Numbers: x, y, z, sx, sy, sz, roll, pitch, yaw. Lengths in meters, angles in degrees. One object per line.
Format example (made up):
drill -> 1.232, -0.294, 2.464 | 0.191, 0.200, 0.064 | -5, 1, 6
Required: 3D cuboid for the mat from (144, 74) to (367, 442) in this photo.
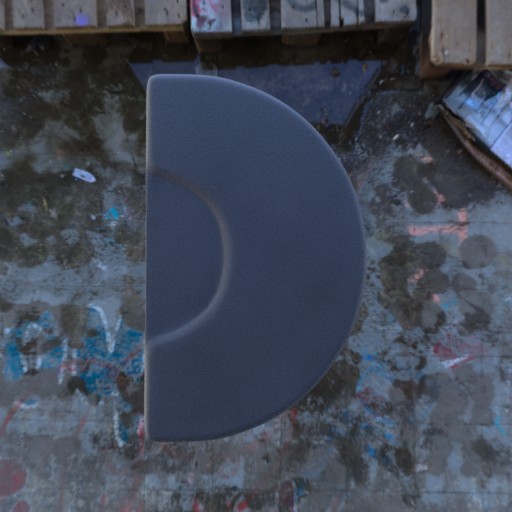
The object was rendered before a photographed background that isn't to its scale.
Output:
mat -> 0.000, 0.000, 1.831 | 0.917, 0.016, 1.525 | 0, 88, 0
